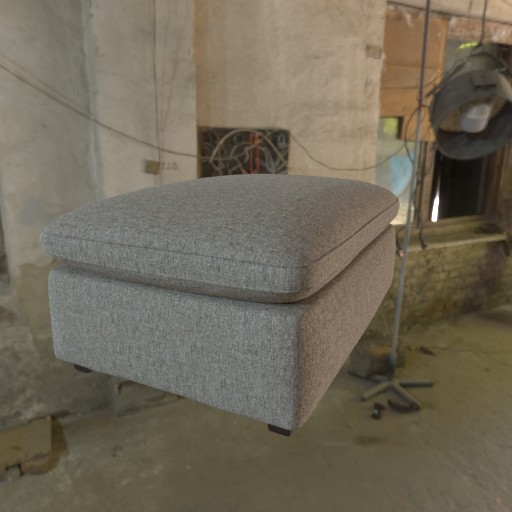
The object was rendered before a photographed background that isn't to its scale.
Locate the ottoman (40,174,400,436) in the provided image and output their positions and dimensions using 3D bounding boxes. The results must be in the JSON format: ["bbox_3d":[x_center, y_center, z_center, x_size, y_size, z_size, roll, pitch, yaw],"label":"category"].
[{"bbox_3d":[0.000,0.000,1.312,0.694,0.451,0.977,8,17,25],"label":"ottoman"}]
